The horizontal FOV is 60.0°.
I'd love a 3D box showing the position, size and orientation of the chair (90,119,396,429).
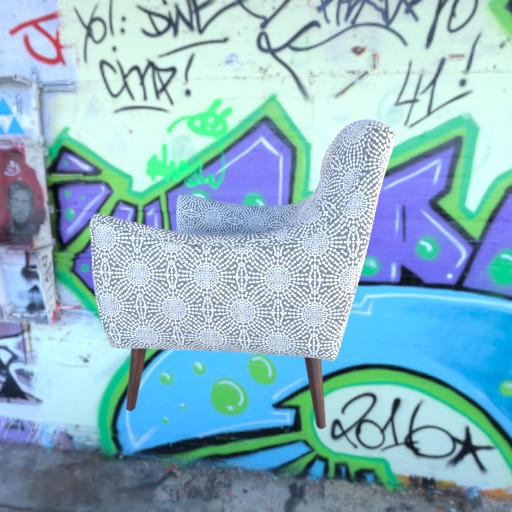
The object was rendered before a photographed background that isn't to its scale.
[{"bbox_3d":[0.000,0.000,1.471,0.787,0.838,0.762,2,13,9],"label":"chair"}]
